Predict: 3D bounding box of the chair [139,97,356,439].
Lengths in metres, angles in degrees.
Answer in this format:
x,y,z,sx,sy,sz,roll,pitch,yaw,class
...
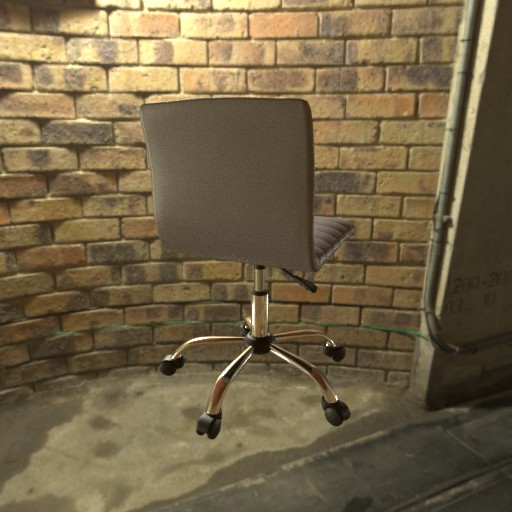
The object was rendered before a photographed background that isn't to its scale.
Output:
x,y,z,sx,sy,sz,roll,pitch,yaw,class
0.000,0.000,1.145,0.569,0.750,0.542,8,18,26,chair
